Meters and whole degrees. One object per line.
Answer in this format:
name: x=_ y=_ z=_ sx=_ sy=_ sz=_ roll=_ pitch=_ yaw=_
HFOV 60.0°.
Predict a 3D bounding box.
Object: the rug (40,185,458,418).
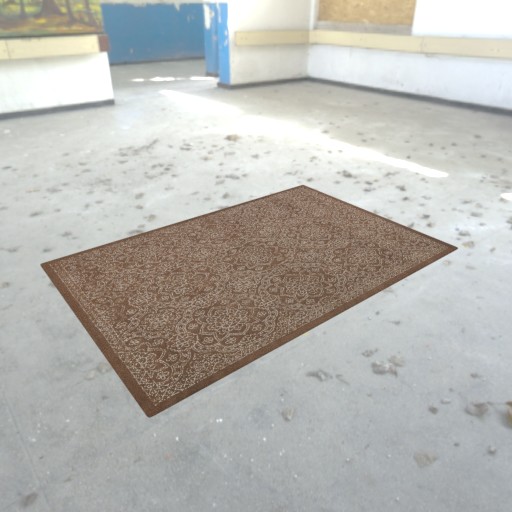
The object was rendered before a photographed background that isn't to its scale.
rug: x=0.000 y=0.000 z=2.319 sx=1.829 sy=0.010 sz=1.219 roll=-21 pitch=36 yaw=-32
